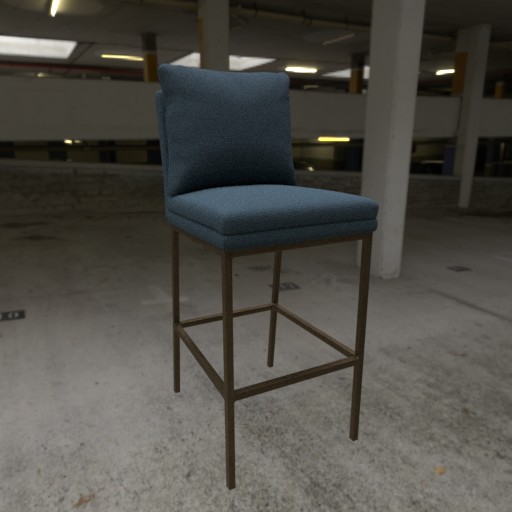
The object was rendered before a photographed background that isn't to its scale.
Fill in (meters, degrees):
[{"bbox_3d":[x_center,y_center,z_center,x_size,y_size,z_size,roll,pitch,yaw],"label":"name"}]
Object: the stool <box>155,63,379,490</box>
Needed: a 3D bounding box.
[{"bbox_3d":[0.000,0.000,1.374,0.463,1.124,0.568,-8,18,-26],"label":"stool"}]
